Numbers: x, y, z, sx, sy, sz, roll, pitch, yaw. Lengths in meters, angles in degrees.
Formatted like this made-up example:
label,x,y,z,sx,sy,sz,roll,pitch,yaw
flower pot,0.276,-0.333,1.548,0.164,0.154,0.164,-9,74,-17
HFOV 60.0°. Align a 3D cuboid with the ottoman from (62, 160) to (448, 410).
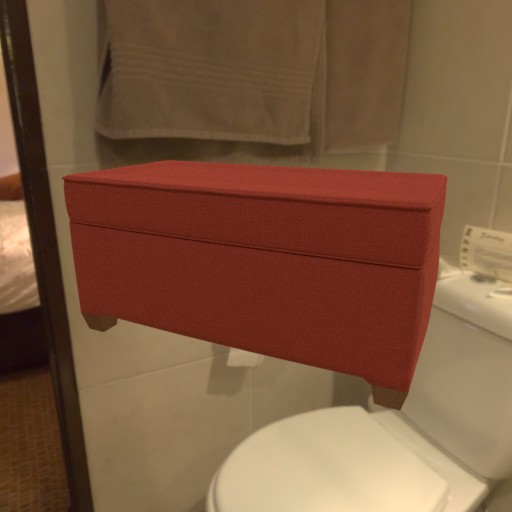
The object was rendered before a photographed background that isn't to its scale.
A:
label,x,y,z,sx,sy,sz,roll,pitch,yaw
ottoman,0.000,0.000,1.248,0.948,0.454,0.497,8,19,24
